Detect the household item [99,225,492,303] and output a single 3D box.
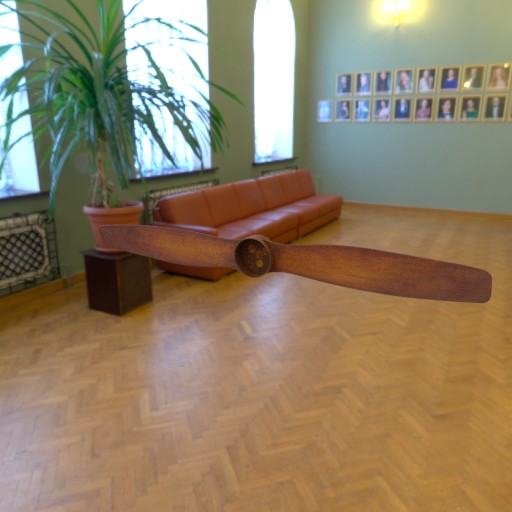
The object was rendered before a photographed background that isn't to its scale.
[{"bbox_3d":[0.000,0.000,1.246,1.181,0.121,0.051,8,18,26],"label":"household item"}]
